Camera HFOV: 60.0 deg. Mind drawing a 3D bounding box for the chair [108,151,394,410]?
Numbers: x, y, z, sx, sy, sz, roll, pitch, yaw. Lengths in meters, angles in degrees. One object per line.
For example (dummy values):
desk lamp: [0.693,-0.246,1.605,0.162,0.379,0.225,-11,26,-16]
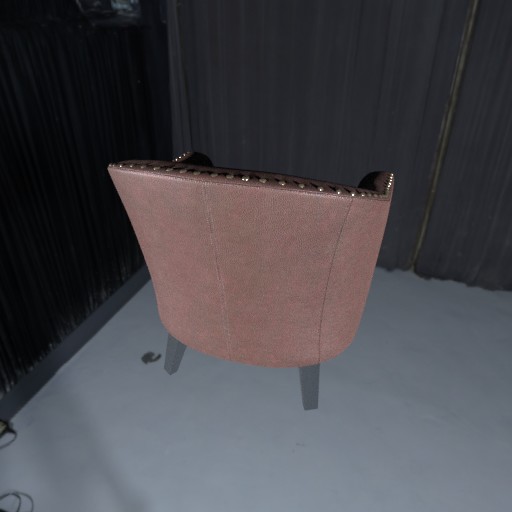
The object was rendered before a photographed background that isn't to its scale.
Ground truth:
chair: [0.000,0.000,1.474,0.794,0.823,0.748,10,32,16]
